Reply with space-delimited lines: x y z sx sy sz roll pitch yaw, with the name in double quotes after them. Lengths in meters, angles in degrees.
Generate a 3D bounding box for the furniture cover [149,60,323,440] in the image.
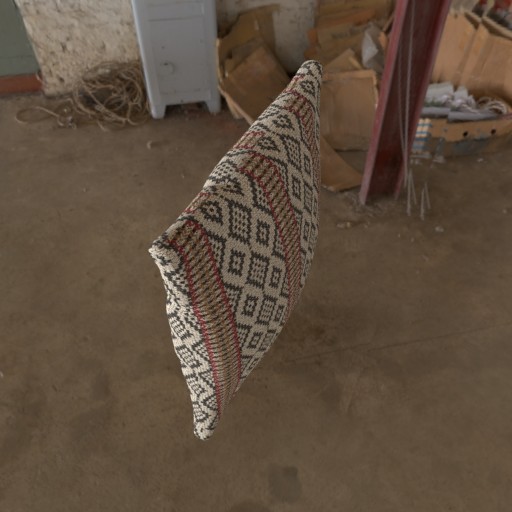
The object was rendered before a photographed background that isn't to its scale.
0.000 0.000 0.792 0.182 0.506 0.503 18 49 16 "furniture cover"
